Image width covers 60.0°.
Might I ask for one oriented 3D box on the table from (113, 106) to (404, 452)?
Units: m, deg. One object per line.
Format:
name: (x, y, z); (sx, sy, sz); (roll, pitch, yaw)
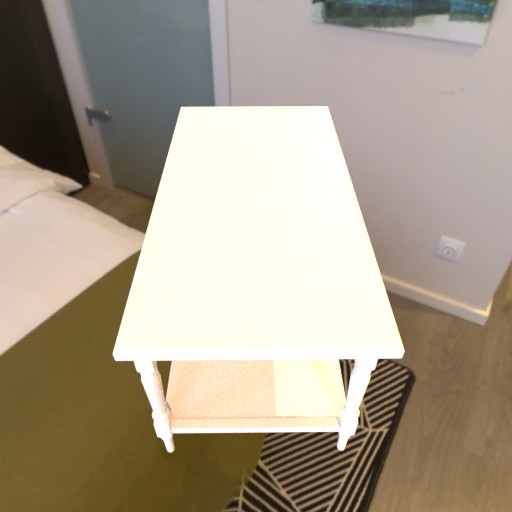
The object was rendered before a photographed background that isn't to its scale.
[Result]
table: (0.000, 0.000, 1.413); (0.550, 0.510, 1.107); (0, 42, 0)
